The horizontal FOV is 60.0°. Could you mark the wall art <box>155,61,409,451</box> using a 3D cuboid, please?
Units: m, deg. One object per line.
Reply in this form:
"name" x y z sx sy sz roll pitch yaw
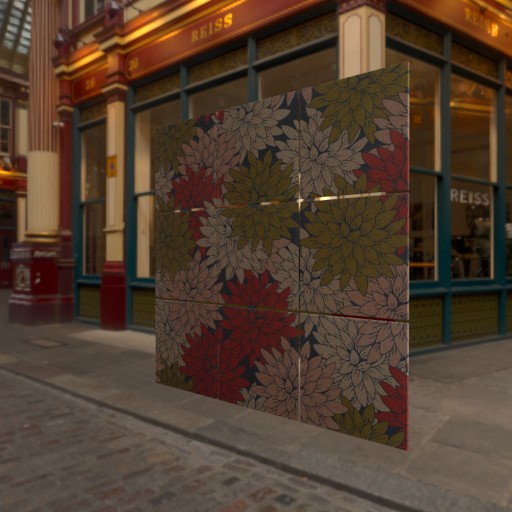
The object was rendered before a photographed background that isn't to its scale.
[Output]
"wall art" 0.000 0.000 1.758 1.206 1.218 0.013 0 0 38
